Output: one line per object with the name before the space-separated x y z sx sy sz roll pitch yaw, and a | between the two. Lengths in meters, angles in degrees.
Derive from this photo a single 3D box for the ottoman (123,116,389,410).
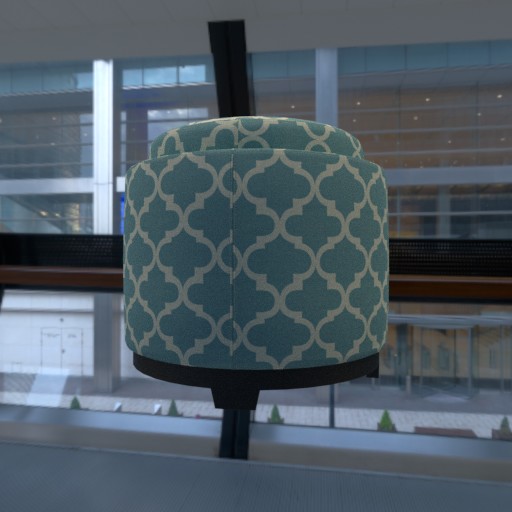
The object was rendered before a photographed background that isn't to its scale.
ottoman | 0.000 0.000 0.835 0.480 0.429 0.480 0 0 0
